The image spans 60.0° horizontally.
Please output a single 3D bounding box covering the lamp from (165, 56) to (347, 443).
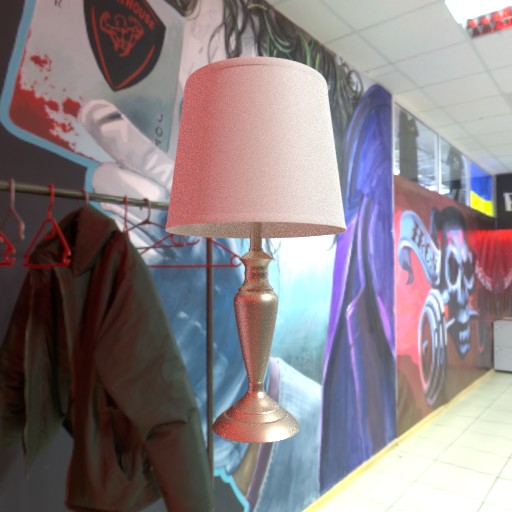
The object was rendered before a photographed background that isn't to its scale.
[{"bbox_3d":[0.000,0.000,0.816,0.328,0.619,0.328,0,-2,0],"label":"lamp"}]
